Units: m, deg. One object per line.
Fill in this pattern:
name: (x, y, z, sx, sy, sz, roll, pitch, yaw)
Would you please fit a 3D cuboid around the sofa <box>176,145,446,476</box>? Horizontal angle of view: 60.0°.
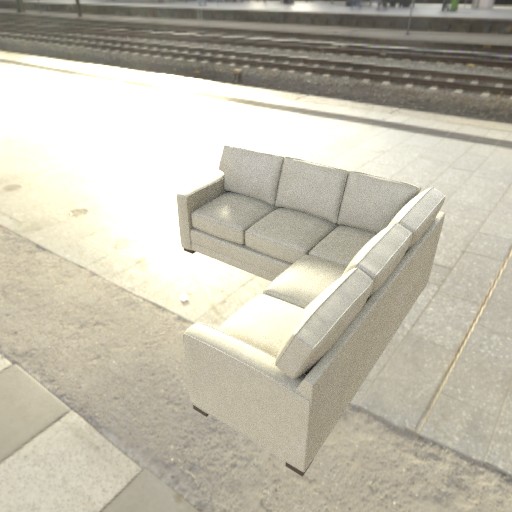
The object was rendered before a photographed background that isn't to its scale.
sofa: (0.000, 0.000, 3.408, 2.188, 0.936, 2.211, 20, 37, 29)
